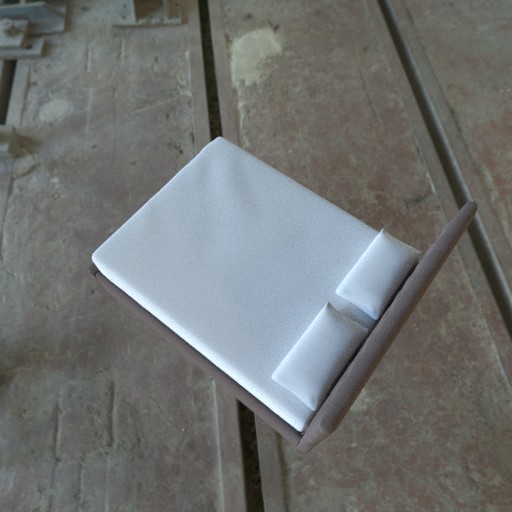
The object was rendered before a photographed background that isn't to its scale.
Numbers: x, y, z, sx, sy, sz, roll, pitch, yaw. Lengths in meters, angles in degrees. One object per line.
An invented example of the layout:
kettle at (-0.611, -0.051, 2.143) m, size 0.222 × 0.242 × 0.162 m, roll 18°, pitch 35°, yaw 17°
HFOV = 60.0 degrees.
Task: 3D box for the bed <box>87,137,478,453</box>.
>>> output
bed at (0.000, 0.000, 3.366) m, size 2.233 × 1.426 × 1.696 m, roll 35°, pitch 68°, yaw 16°
